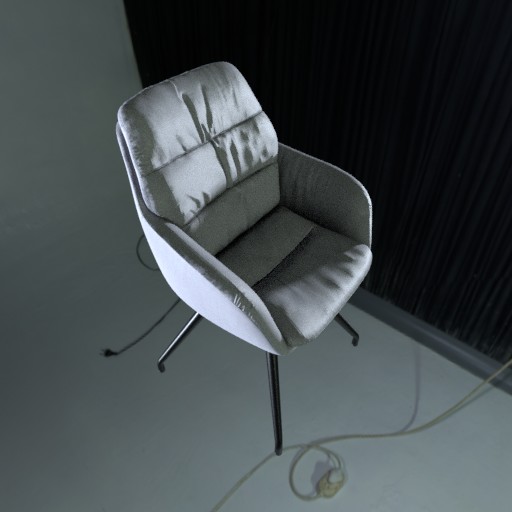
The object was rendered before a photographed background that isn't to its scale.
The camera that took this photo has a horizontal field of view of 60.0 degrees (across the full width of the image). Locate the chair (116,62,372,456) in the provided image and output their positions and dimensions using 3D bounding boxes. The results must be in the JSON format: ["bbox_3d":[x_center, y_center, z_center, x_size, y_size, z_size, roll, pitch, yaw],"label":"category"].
[{"bbox_3d":[0.000,0.000,1.238,0.569,0.888,0.579,26,47,27],"label":"chair"}]
